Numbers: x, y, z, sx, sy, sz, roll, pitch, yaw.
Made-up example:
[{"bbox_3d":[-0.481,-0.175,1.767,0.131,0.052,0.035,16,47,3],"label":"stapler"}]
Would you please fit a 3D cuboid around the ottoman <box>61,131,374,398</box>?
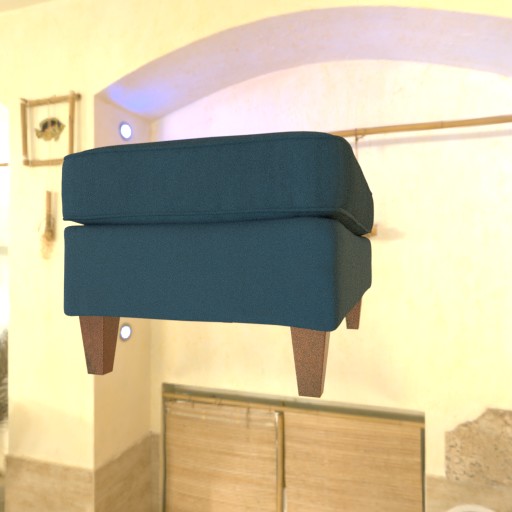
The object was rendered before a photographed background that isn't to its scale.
[{"bbox_3d":[0.000,0.000,1.200,0.583,0.484,0.862,0,0,18],"label":"ottoman"}]
